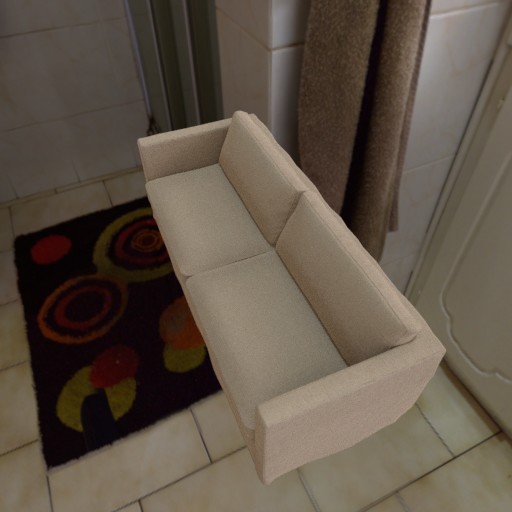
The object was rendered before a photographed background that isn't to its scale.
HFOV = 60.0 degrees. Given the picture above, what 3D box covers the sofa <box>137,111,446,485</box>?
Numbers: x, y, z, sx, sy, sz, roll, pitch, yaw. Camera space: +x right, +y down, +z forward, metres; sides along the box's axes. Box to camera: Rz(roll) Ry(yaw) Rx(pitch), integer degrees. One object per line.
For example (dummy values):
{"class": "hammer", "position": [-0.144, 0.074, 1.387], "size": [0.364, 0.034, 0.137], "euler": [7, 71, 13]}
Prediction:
{"class": "sofa", "position": [0.000, 0.000, 2.821], "size": [0.962, 0.853, 2.312], "euler": [-18, 50, -15]}
